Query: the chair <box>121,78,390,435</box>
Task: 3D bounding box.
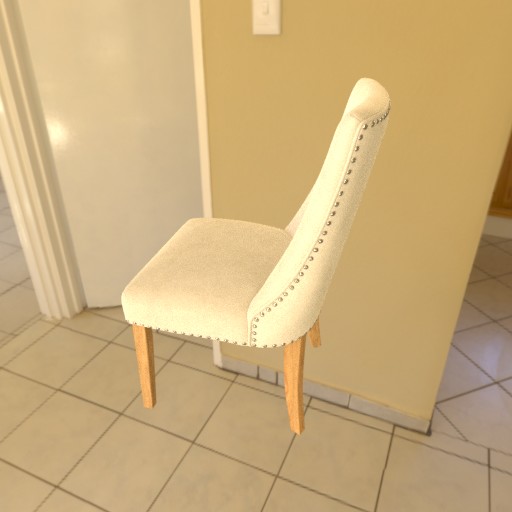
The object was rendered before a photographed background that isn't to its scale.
[{"bbox_3d":[0.000,0.000,1.248,0.610,0.902,0.495,7,30,13],"label":"chair"}]
